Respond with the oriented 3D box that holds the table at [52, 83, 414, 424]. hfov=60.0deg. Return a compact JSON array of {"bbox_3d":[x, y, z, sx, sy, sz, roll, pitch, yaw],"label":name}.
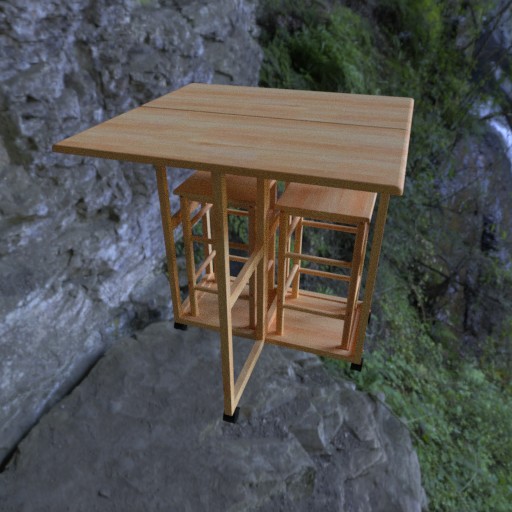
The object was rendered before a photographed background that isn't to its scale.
[{"bbox_3d":[0.000,0.000,1.343,0.752,0.832,0.693,10,33,15],"label":"table"}]
